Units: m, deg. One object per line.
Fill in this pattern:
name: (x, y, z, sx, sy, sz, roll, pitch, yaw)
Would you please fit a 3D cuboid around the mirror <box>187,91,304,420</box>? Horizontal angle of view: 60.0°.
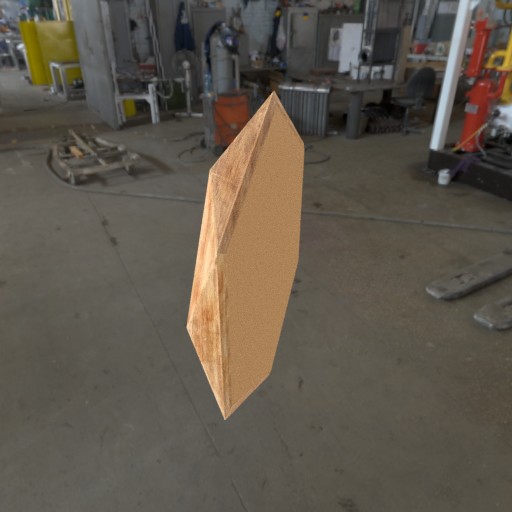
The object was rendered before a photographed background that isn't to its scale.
mirror: (0.000, 0.000, 1.096, 0.091, 0.779, 0.675, 9, 31, 15)
